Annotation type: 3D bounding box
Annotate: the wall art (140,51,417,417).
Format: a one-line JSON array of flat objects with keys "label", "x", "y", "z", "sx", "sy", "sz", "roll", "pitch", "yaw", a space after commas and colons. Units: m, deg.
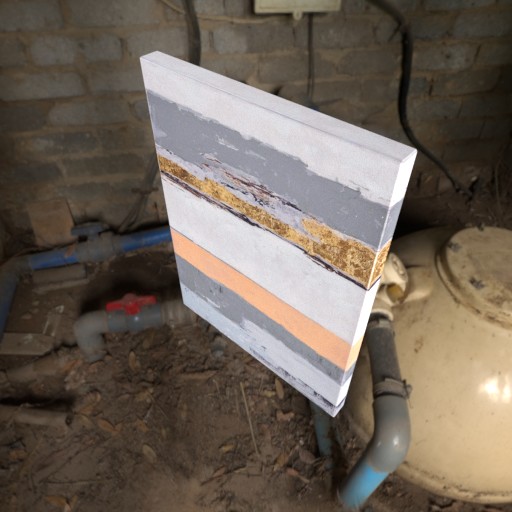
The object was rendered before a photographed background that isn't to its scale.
[{"label": "wall art", "x": 0.000, "y": 0.000, "z": 0.812, "sx": 0.456, "sy": 0.609, "sz": 0.038, "roll": 32, "pitch": 53, "yaw": 28}]
